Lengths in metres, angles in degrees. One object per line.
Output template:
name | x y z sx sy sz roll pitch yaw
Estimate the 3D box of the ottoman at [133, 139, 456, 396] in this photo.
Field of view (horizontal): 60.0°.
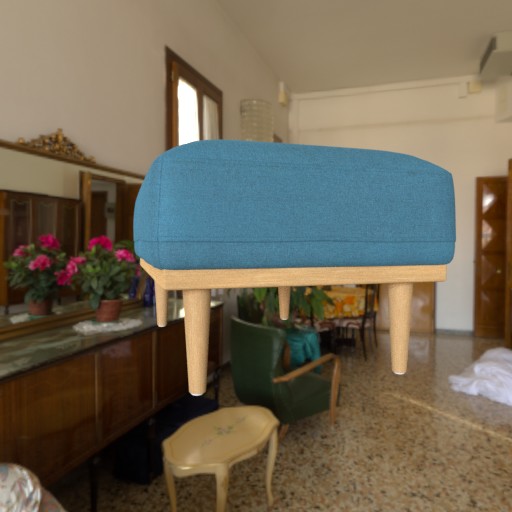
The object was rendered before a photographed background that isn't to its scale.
ottoman | 0.000 0.000 1.066 0.549 0.428 0.749 -1 2 -17
